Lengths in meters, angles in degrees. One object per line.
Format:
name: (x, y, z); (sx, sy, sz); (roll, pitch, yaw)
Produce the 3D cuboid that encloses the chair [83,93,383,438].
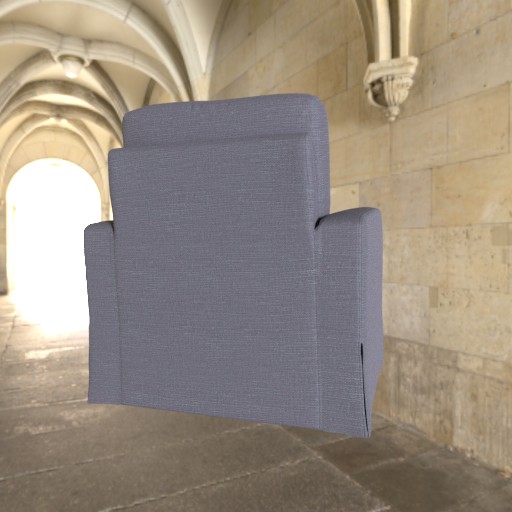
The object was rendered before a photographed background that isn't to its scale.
chair: (0.000, 0.000, 1.487); (0.798, 0.855, 0.863); (0, 1, 18)
